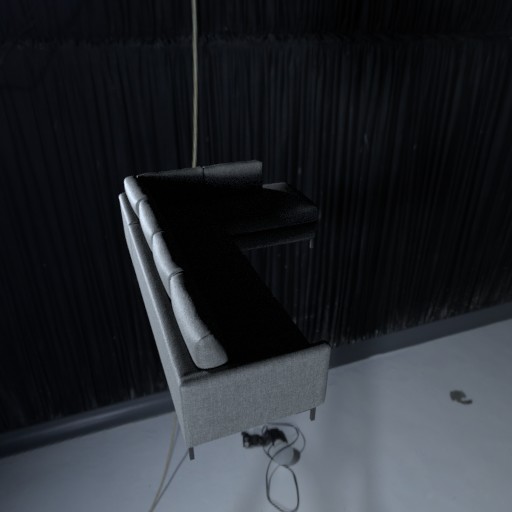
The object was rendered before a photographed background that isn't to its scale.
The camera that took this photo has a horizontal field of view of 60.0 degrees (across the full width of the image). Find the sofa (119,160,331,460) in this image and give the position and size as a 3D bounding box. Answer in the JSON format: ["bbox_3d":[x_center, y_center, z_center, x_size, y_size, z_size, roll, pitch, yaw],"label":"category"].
[{"bbox_3d":[0.000,0.000,3.876,1.984,0.858,2.972,-11,31,-18],"label":"sofa"}]
